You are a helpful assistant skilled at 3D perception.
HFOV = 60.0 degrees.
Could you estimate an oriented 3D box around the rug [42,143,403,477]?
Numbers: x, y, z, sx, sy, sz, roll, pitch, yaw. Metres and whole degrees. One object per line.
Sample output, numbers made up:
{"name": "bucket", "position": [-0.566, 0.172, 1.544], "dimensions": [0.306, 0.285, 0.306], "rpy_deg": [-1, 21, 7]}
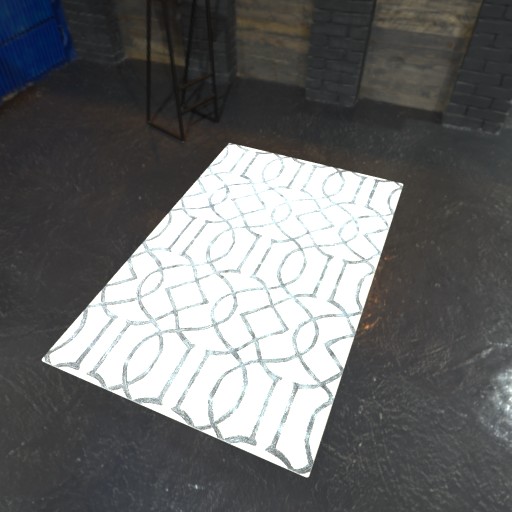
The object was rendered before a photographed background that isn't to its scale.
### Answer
{"name": "rug", "position": [0.000, 0.000, 2.949], "dimensions": [1.521, 0.017, 2.365], "rpy_deg": [17, 48, 16]}
